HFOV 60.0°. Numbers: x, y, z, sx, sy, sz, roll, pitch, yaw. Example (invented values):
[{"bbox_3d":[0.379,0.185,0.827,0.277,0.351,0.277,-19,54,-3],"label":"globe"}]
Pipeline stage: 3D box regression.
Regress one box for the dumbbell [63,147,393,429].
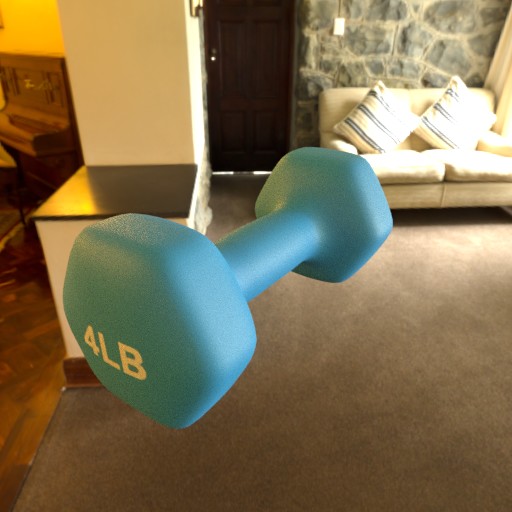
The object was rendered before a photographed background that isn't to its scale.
[{"bbox_3d":[0.000,0.000,0.188,0.074,0.066,0.152,18,32,32],"label":"dumbbell"}]
